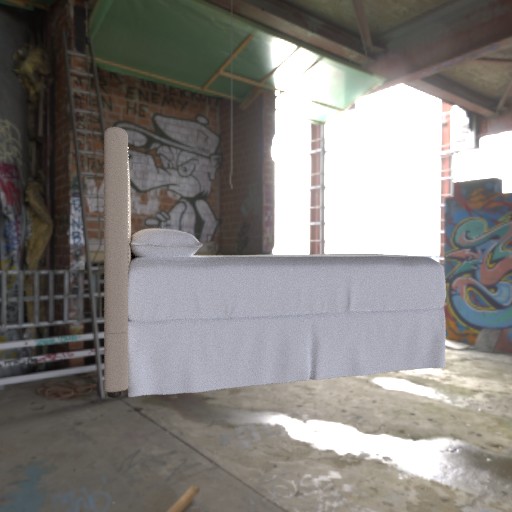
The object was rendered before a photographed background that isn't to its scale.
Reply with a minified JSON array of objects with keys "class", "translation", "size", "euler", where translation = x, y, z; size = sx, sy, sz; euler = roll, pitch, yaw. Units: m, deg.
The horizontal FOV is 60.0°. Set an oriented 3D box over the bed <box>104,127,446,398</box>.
[{"class":"bed","translation":[0.000,0.000,3.323],"size":[2.143,1.460,1.753],"euler":[0,0,-18]}]
